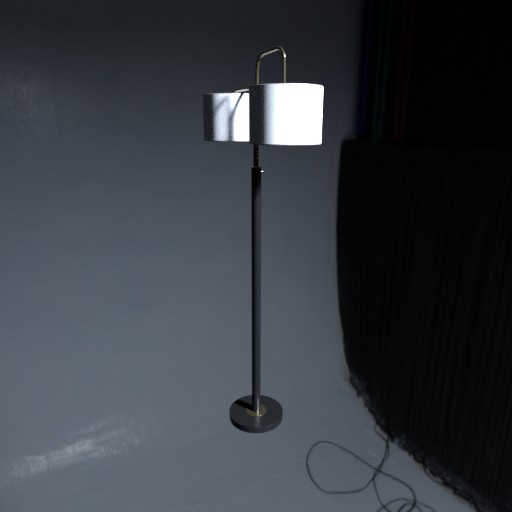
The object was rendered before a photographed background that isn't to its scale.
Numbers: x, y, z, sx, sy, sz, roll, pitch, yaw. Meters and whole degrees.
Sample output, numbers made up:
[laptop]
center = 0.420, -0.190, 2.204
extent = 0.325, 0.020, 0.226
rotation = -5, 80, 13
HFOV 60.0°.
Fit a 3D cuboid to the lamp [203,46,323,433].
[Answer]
[lamp]
center = 0.000, 0.000, 1.894
extent = 0.254, 1.587, 0.711
rotation = -8, 18, -25
